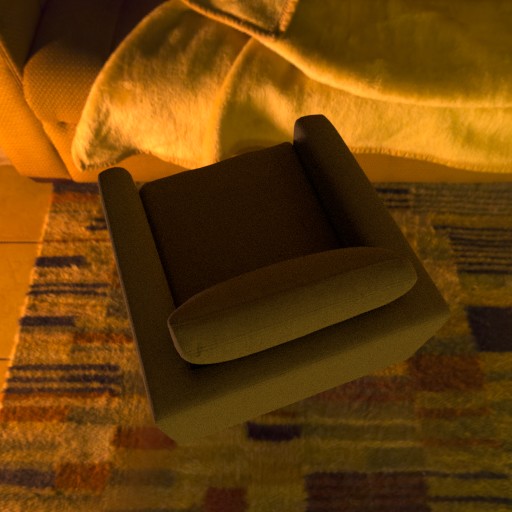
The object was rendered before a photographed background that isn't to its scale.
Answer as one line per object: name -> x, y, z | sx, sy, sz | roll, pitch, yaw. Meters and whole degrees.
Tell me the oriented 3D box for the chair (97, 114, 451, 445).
chair -> 0.000, 0.000, 1.849 | 1.070, 0.847, 1.100 | -18, 62, -10
